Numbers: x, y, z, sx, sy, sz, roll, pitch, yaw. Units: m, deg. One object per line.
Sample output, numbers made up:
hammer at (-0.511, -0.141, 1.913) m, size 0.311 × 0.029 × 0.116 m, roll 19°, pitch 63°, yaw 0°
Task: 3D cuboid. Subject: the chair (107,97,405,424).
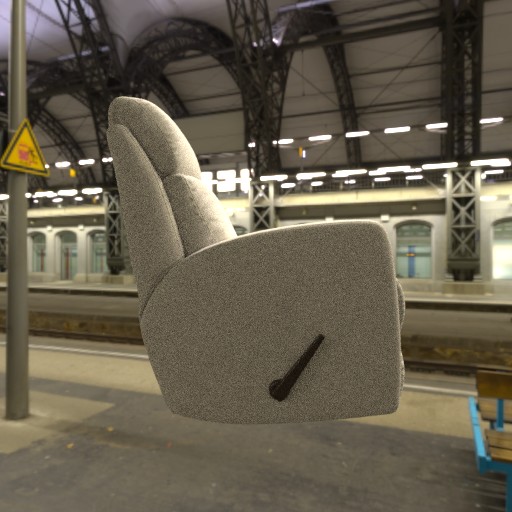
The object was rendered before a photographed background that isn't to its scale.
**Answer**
chair at (0.000, 0.000, 1.637) m, size 0.941 × 1.015 × 0.812 m, roll 0°, pitch 0°, yaw 1°
